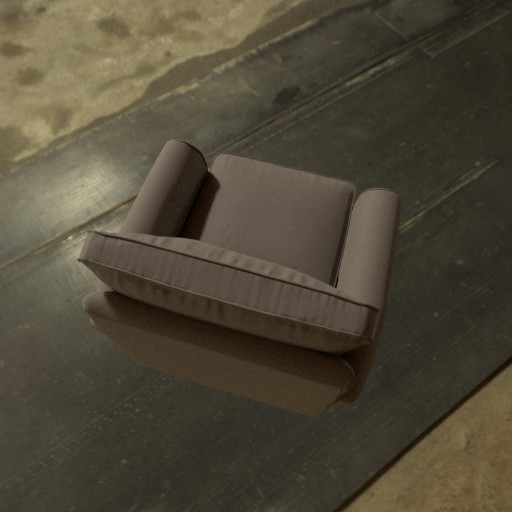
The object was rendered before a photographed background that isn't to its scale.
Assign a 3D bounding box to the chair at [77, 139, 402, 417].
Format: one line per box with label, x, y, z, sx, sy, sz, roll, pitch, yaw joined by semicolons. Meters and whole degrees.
chair;0.000;0.000;1.751;1.029;0.967;0.966;15;65;7
